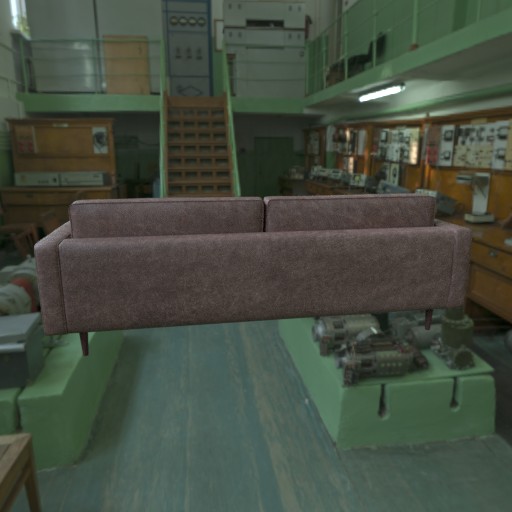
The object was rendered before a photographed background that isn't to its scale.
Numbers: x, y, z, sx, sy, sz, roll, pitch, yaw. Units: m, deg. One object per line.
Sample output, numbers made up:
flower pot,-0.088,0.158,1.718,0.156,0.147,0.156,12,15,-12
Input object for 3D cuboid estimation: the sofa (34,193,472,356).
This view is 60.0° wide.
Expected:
sofa,0.000,0.000,2.643,2.210,0.762,0.914,-2,14,-10
